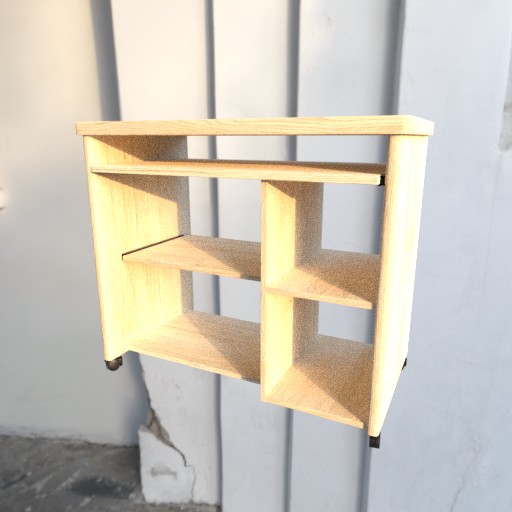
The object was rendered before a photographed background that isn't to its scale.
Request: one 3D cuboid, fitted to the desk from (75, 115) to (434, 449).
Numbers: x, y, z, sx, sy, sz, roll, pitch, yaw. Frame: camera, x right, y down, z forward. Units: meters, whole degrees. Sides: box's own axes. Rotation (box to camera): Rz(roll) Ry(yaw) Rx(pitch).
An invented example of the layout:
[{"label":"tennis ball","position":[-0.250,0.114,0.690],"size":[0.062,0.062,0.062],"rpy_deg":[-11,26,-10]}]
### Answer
[{"label":"desk","position":[0.000,0.000,1.332],"size":[0.885,0.770,0.480],"rpy_deg":[7,17,25]}]
